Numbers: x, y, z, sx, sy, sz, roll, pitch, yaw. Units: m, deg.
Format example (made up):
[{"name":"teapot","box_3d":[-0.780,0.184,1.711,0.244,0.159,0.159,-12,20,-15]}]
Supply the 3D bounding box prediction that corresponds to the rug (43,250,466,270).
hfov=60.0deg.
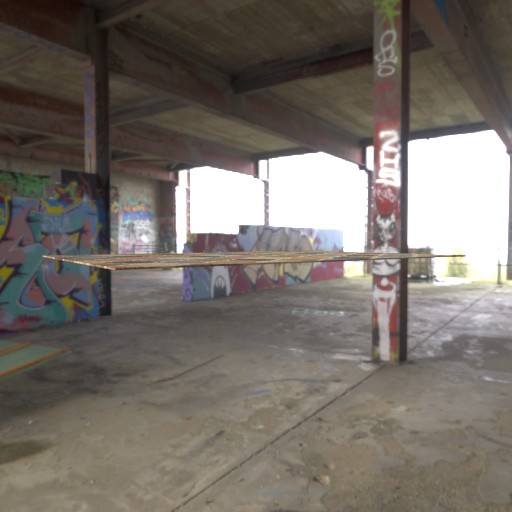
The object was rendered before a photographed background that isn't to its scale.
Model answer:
[{"name":"rug","box_3d":[0.000,0.000,2.299,1.828,0.006,1.216,-1,3,-35]}]
